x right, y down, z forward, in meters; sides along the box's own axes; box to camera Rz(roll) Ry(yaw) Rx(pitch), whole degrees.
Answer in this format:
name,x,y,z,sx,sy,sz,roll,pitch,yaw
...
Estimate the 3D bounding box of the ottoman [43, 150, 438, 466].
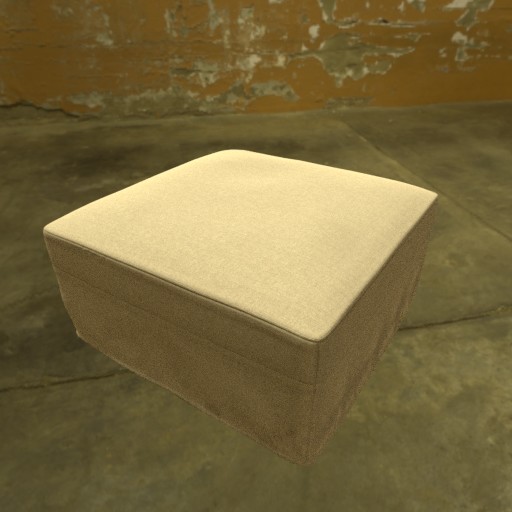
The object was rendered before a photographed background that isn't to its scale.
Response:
name,x,y,z,sx,sy,sz,roll,pitch,yaw
ottoman,0.000,0.000,1.343,0.840,0.436,0.843,19,35,28
